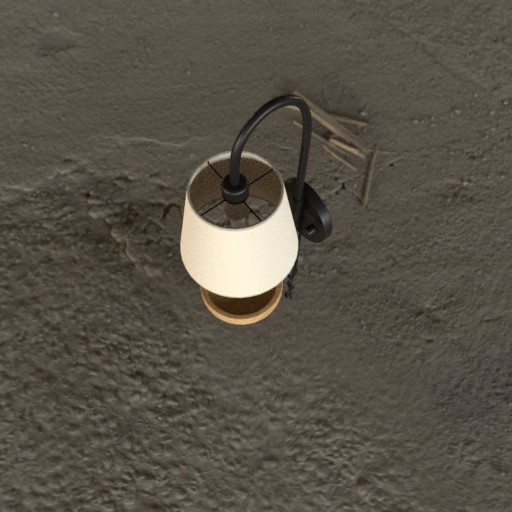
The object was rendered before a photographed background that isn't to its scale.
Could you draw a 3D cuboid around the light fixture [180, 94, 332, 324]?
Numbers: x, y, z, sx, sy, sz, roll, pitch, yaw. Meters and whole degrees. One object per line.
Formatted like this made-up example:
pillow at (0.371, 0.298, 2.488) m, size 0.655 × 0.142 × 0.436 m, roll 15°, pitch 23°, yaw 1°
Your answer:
light fixture at (0.000, 0.000, 0.932) m, size 0.299 × 0.821 × 0.220 m, roll -35°, pitch 68°, yaw -16°
